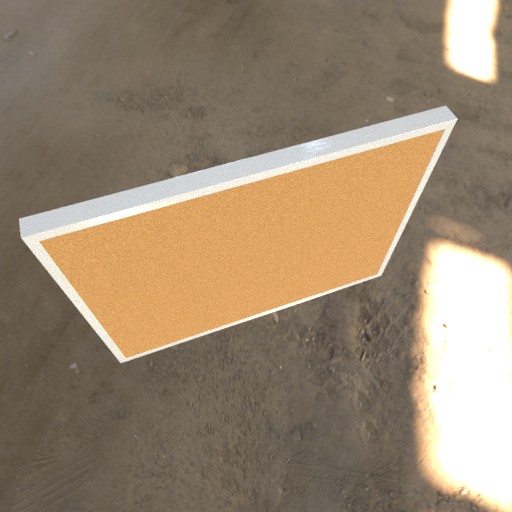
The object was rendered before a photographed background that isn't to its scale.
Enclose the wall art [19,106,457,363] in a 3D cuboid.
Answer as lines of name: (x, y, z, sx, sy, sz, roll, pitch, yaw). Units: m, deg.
wall art: (0.000, 0.000, 1.347, 1.041, 0.787, 0.053, -17, 60, -10)
